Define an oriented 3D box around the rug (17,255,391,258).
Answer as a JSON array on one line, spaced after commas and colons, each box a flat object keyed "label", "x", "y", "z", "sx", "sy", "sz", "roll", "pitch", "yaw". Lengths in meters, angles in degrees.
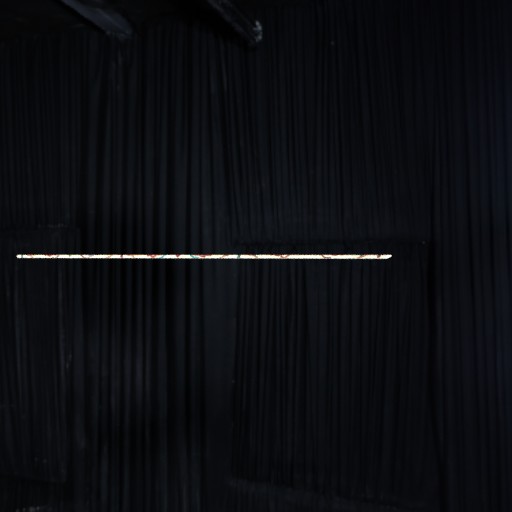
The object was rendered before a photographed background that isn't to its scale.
[{"label": "rug", "x": 0.000, "y": 0.000, "z": 4.208, "sx": 2.446, "sy": 0.020, "sz": 3.215, "roll": 0, "pitch": 0, "yaw": 17}]
